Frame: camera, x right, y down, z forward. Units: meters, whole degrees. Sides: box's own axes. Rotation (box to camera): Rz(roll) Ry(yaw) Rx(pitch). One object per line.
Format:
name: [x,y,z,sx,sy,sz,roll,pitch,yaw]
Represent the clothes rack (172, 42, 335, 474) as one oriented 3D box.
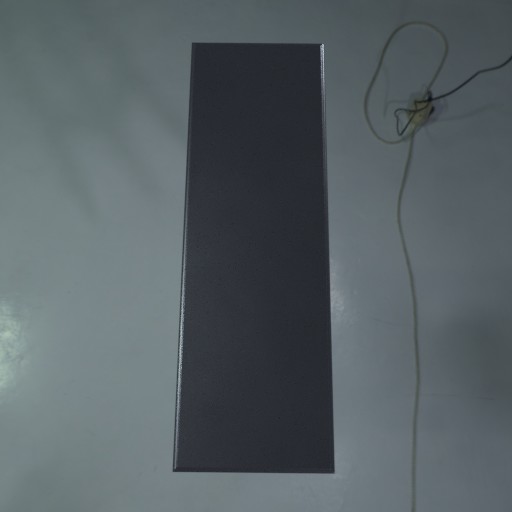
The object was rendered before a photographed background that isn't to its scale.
clothes rack: [0.000,0.000,1.492,0.406,0.556,1.219,1,78,0]
